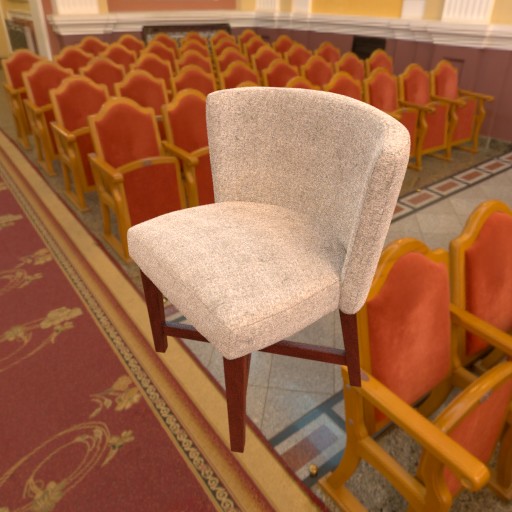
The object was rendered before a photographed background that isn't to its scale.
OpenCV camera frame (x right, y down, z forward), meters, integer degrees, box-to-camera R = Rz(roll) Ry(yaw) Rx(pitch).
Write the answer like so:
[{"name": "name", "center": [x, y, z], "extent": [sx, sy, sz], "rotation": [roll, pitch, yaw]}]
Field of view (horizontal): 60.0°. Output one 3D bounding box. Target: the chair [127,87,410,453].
[{"name": "chair", "center": [0.000, 0.000, 1.267], "extent": [0.575, 0.827, 0.728], "rotation": [-21, 37, -30]}]
